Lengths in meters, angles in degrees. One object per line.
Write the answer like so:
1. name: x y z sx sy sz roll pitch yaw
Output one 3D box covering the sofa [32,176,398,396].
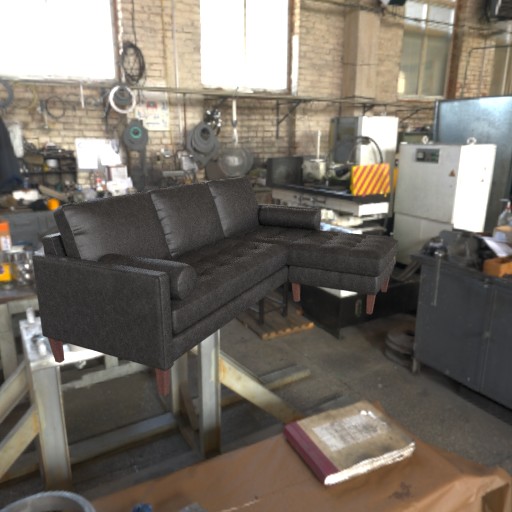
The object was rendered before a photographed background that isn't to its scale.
1. sofa: 0.000 0.000 2.916 1.497 0.876 2.178 7 17 26
